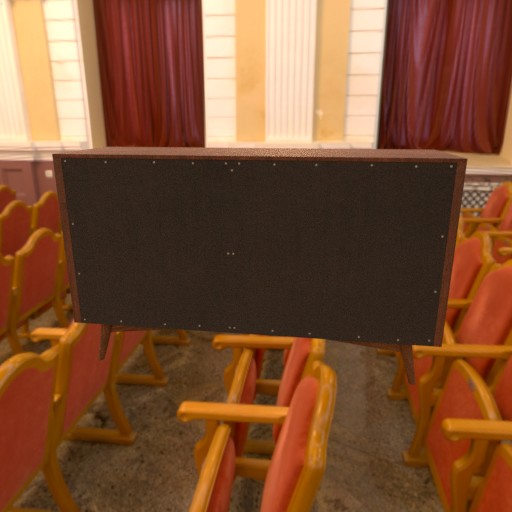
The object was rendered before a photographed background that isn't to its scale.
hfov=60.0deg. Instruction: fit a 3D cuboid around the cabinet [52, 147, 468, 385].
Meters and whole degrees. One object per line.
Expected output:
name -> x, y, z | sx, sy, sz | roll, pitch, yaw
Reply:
cabinet -> 0.000, 0.000, 2.042 | 1.575, 0.940, 0.505 | 2, 17, 8
